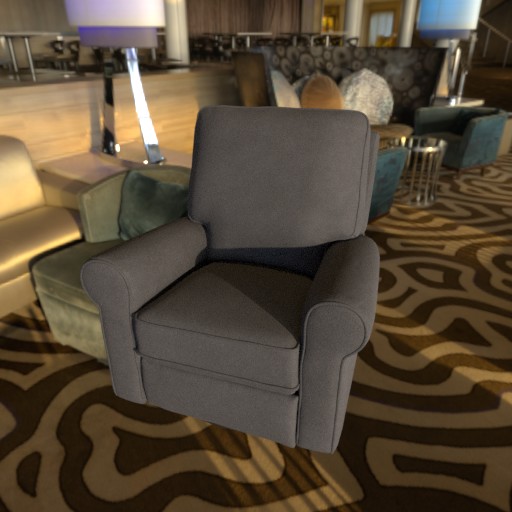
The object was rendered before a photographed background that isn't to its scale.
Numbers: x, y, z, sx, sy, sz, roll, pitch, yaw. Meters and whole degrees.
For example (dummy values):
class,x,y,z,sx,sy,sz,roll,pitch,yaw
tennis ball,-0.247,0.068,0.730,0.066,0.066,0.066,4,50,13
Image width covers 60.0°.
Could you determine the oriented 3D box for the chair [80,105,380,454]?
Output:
class,x,y,z,sx,sy,sz,roll,pitch,yaw
chair,0.000,0.000,1.611,0.890,0.961,0.878,9,28,17
